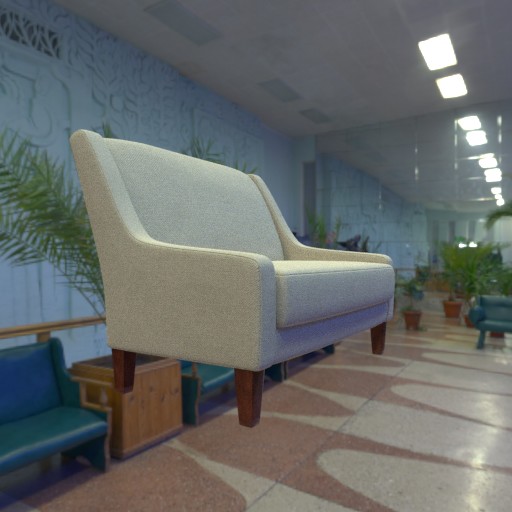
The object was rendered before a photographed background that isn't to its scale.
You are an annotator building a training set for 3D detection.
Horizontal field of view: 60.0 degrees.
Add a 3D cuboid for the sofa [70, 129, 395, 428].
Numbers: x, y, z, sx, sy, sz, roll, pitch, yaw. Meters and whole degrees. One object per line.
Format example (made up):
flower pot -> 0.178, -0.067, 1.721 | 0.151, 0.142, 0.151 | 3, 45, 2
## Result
sofa -> 0.000, 0.000, 1.945 | 0.946, 0.976, 1.212 | 0, 0, 34
